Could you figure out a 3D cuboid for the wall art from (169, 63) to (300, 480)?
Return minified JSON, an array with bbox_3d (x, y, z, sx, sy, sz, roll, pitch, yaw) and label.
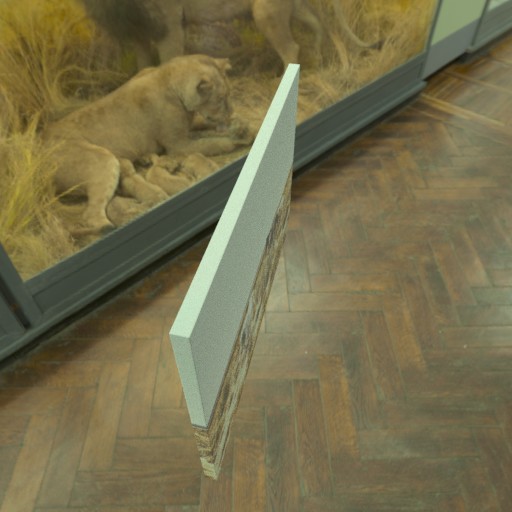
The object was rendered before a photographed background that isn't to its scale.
[{"bbox_3d":[0.000,0.000,1.901,0.051,1.016,1.520,10,47,9],"label":"wall art"}]
